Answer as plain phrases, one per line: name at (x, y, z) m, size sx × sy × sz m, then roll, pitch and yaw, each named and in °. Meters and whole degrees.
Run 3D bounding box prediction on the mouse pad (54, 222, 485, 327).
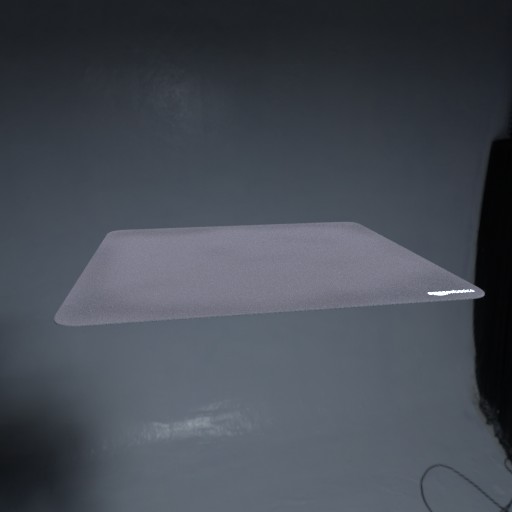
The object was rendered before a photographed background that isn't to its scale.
mouse pad at (0.000, 0.000, 0.623) m, size 0.451 × 0.002 × 0.393 m, roll -3°, pitch 17°, yaw -9°
